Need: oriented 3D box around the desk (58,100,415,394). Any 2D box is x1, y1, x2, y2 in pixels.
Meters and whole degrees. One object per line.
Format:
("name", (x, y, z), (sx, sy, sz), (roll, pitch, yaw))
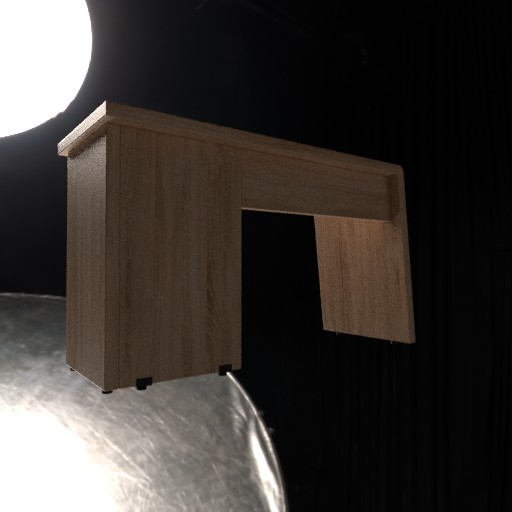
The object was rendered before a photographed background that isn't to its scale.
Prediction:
("desk", (0.000, 0.000, 1.681), (1.300, 0.750, 0.500), (1, -2, -37))
